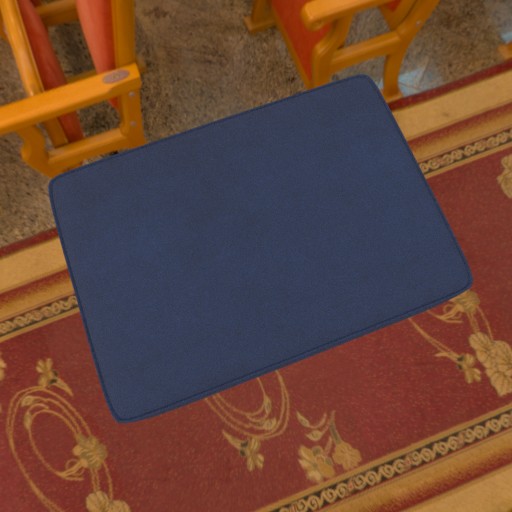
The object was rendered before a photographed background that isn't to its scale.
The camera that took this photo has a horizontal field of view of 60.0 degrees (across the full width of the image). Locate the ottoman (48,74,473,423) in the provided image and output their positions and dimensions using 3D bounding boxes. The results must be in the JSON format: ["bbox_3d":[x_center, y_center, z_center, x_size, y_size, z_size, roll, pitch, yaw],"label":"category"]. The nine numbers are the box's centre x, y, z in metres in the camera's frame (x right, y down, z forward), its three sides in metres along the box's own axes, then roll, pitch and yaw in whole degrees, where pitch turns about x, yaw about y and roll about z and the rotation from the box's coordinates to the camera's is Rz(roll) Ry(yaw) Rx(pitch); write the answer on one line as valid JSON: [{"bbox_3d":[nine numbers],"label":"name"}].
[{"bbox_3d":[0.000,0.000,1.388,0.965,0.584,0.686,-20,76,-5],"label":"ottoman"}]
